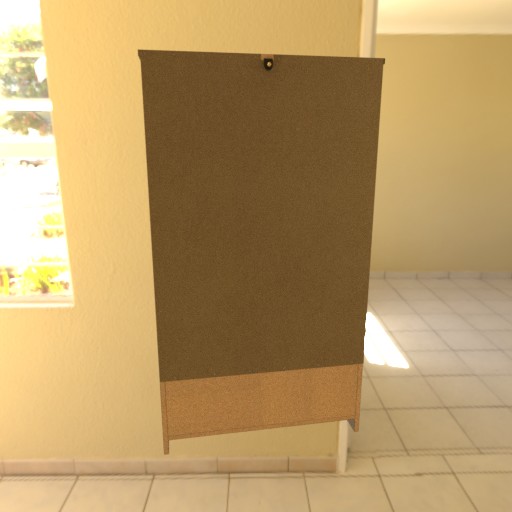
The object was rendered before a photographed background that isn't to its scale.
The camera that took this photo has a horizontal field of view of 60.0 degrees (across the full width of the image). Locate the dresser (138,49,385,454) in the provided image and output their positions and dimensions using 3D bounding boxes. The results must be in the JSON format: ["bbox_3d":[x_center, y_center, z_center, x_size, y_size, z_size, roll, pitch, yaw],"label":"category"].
[{"bbox_3d":[0.000,0.000,1.564,0.704,1.254,0.418,-3,15,-10],"label":"dresser"}]
